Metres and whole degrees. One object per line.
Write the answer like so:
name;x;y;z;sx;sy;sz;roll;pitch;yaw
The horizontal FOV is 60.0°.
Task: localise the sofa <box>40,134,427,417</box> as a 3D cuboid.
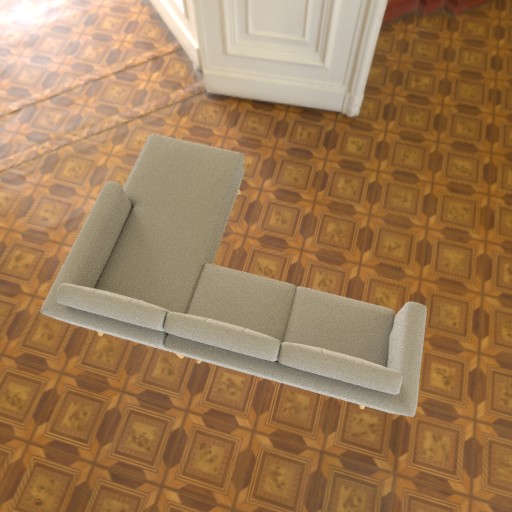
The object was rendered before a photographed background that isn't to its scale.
sofa;0.000;0.000;2.832;2.040;0.860;1.530;14;65;7
